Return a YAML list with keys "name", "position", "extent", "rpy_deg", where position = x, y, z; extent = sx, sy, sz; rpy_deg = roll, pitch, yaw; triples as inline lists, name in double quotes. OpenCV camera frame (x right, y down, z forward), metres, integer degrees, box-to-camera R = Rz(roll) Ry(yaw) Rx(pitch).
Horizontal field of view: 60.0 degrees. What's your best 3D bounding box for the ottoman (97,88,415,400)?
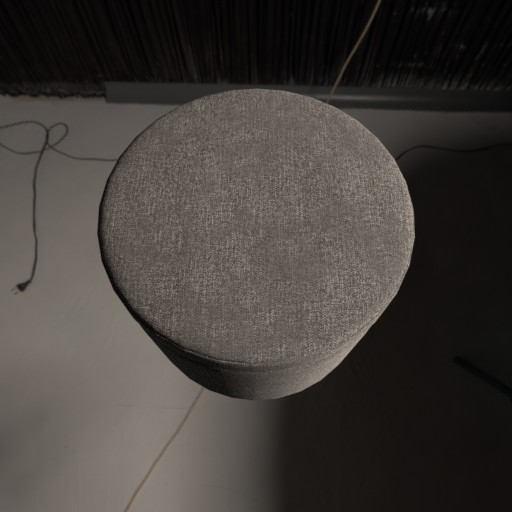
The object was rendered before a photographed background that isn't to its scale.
- name: "ottoman"
  position: [0.000, 0.000, 0.867]
  extent: [0.500, 0.419, 0.500]
  rpy_deg: [0, 65, 0]
